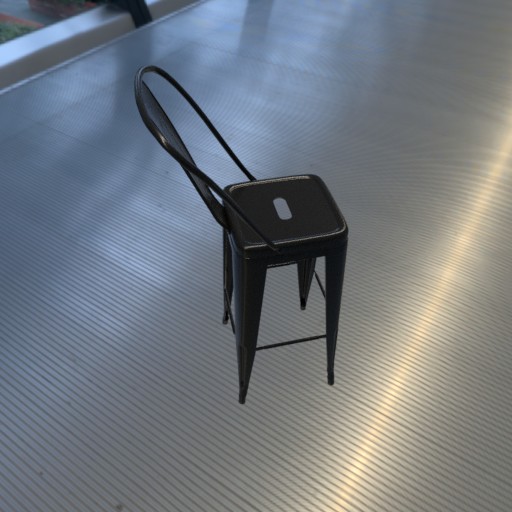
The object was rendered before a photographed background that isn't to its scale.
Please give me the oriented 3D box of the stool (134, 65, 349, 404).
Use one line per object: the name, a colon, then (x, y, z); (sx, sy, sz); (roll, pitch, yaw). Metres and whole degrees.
stool: (0.000, 0.000, 1.334); (0.513, 1.096, 0.399); (-9, 46, -9)
